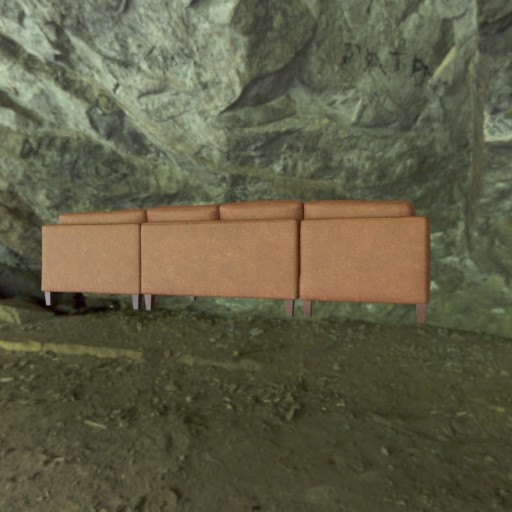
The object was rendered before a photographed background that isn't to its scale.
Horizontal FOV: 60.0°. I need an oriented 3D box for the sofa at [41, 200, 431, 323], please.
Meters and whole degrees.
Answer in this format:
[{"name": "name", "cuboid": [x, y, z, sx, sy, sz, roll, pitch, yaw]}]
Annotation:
[{"name": "sofa", "cuboid": [0.000, 0.000, 4.810, 3.460, 0.923, 2.593, 0, 0, 20]}]
